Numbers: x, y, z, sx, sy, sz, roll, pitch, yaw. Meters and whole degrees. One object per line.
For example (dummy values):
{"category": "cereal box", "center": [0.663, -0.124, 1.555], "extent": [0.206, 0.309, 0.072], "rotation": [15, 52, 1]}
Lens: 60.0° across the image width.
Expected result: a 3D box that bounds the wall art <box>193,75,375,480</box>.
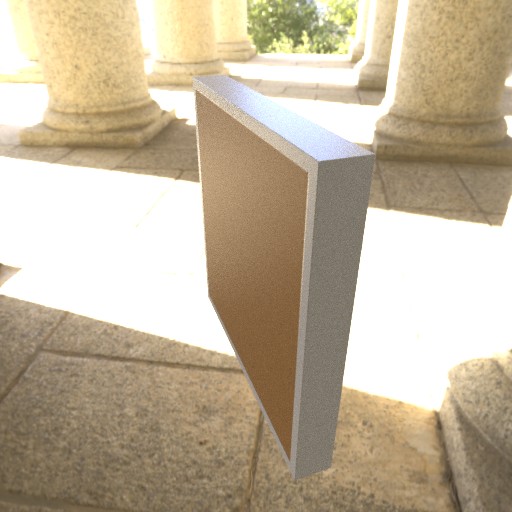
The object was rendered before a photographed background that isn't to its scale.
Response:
{"category": "wall art", "center": [0.000, 0.000, 0.458], "extent": [0.038, 0.305, 0.305], "rotation": [-11, 33, -18]}
